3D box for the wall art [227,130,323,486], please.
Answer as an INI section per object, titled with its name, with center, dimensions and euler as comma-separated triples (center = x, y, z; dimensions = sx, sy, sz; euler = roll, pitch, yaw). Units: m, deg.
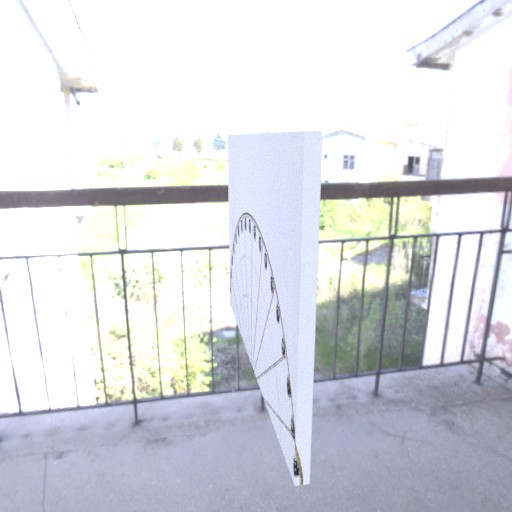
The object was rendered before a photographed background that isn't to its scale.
[wall art]
center = 0.000, 0.000, 1.440
dimensions = 0.038, 0.767, 1.144
euler = -3, 15, -10
